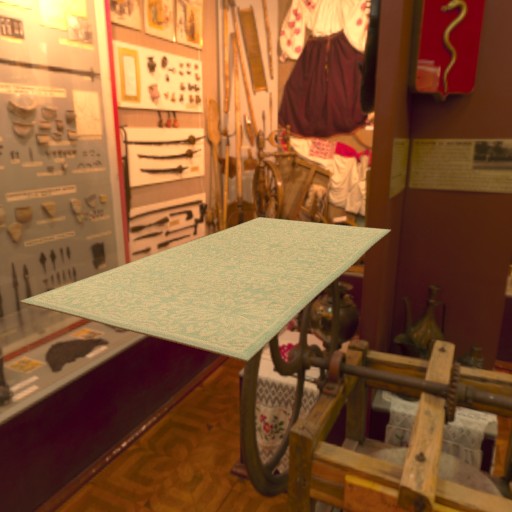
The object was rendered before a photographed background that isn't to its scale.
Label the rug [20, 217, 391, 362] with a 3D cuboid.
[{"bbox_3d":[0.000,0.000,1.416,0.604,0.007,1.219,8,17,27],"label":"rug"}]
